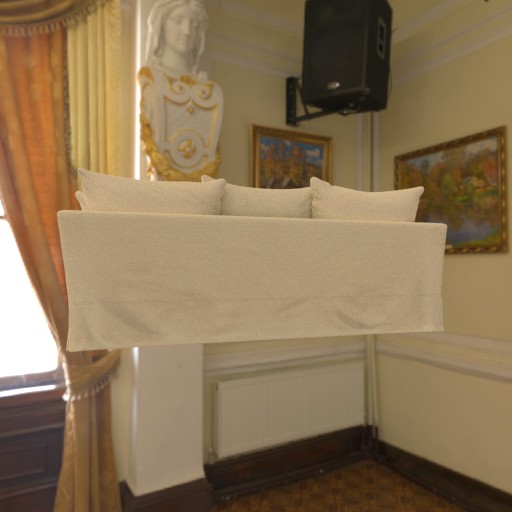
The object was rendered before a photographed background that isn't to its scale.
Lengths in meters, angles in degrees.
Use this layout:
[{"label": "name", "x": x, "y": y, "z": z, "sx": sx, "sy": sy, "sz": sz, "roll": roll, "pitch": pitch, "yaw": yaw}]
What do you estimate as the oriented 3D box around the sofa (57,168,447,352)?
[{"label": "sofa", "x": 0.000, "y": 0.000, "z": 3.138, "sx": 2.484, "sy": 1.042, "sz": 1.030, "roll": 0, "pitch": -1, "yaw": -18}]
